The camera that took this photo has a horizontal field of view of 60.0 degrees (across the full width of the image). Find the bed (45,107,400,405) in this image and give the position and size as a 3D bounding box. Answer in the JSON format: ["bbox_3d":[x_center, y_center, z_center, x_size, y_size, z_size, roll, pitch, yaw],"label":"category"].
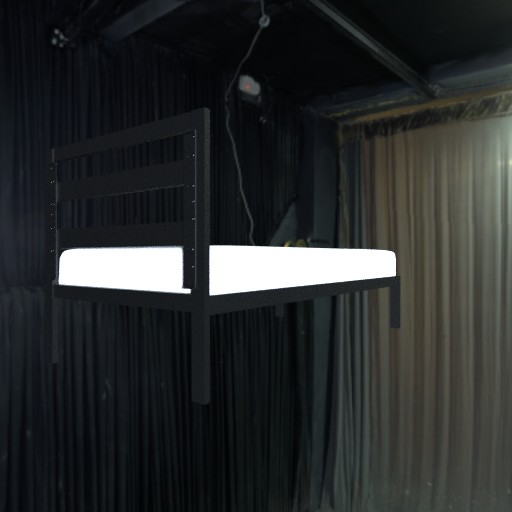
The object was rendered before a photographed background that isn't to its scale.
[{"bbox_3d":[0.000,0.000,2.501,0.991,0.967,1.930,0,0,36],"label":"bed"}]
